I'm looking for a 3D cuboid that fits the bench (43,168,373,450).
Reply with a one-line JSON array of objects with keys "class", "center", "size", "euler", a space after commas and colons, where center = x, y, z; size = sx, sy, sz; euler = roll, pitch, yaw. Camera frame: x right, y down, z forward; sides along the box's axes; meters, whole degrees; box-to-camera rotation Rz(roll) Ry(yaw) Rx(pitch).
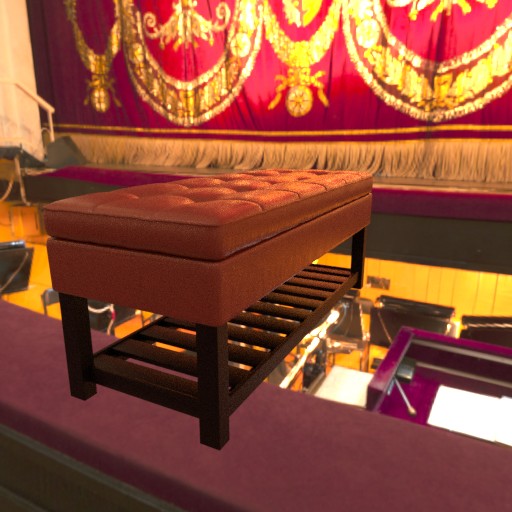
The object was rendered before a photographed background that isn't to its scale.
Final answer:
[{"class": "bench", "center": [0.000, 0.000, 1.330], "size": [0.432, 0.460, 1.105], "euler": [8, 17, 26]}]
